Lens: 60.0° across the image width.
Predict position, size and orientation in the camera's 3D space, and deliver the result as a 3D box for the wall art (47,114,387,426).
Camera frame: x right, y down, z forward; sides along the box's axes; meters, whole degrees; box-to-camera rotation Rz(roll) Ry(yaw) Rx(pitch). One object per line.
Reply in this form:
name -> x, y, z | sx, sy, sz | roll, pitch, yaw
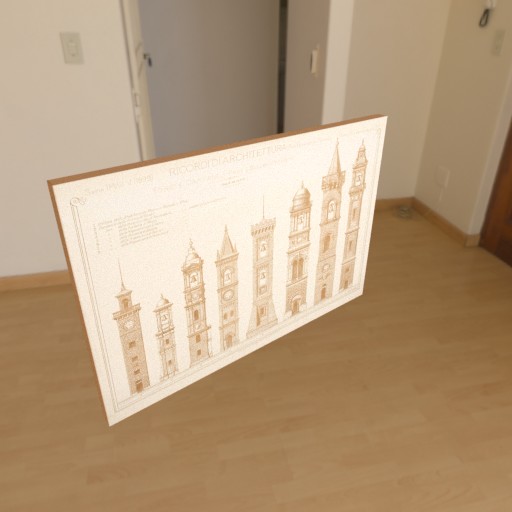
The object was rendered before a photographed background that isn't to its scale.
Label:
wall art -> 0.000, 0.000, 1.168 | 0.915, 0.608, 0.033 | -21, 35, -32
